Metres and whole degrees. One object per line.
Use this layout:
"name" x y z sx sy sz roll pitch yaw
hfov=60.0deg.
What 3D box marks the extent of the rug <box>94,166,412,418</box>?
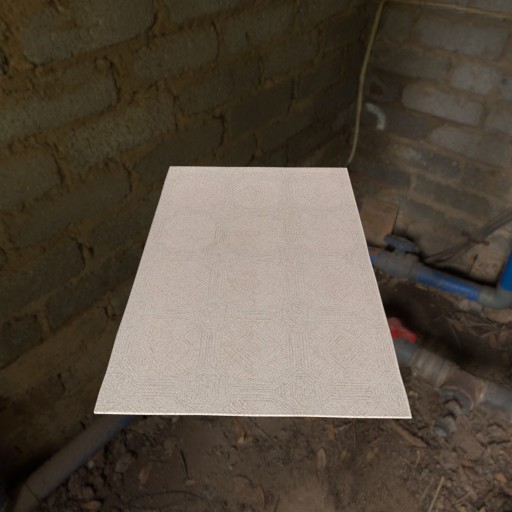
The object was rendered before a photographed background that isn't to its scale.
"rug" 0.000 0.000 2.389 1.236 0.009 1.839 1 42 1
